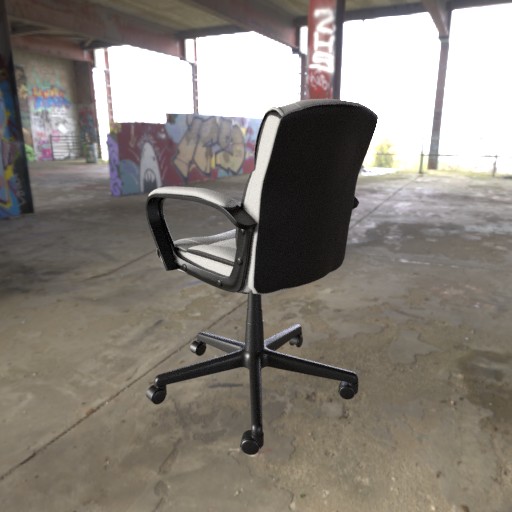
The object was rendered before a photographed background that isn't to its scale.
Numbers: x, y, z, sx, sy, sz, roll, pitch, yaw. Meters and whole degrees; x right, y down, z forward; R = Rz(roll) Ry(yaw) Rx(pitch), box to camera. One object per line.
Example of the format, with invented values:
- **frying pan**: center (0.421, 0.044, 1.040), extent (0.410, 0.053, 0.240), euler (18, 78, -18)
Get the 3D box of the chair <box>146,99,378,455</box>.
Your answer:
- **chair**: center (0.000, 0.000, 1.549), extent (0.739, 1.004, 0.717), euler (-15, 21, -41)
